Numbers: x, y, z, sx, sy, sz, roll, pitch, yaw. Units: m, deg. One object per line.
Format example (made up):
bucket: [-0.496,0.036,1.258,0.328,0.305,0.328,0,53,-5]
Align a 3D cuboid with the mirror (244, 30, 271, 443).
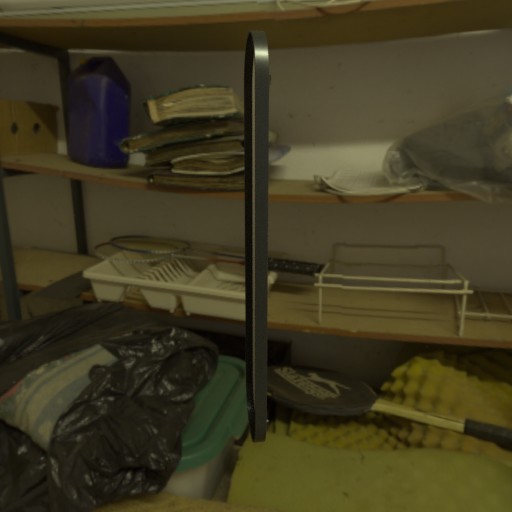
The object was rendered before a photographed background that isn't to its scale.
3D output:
mirror: [0.000,0.000,1.074,0.032,0.991,0.222,-2,15,-7]
